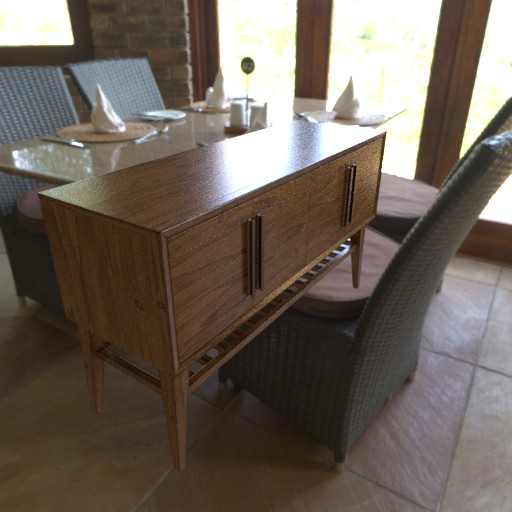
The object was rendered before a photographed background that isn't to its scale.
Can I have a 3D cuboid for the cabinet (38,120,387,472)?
[{"bbox_3d":[0.000,0.000,1.745,0.477,0.802,1.363,17,32,31],"label":"cabinet"}]
